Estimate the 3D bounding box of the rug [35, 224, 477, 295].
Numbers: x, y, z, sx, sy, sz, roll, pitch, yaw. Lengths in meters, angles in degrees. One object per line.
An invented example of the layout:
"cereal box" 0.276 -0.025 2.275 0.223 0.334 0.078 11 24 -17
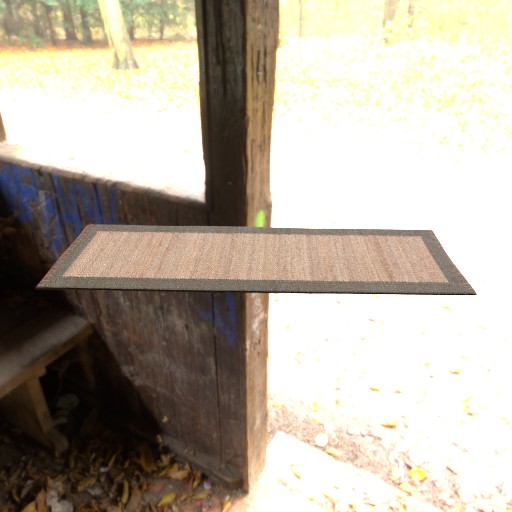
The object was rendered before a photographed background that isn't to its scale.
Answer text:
"rug" 0.000 0.000 2.748 2.413 0.016 0.810 1 30 2
